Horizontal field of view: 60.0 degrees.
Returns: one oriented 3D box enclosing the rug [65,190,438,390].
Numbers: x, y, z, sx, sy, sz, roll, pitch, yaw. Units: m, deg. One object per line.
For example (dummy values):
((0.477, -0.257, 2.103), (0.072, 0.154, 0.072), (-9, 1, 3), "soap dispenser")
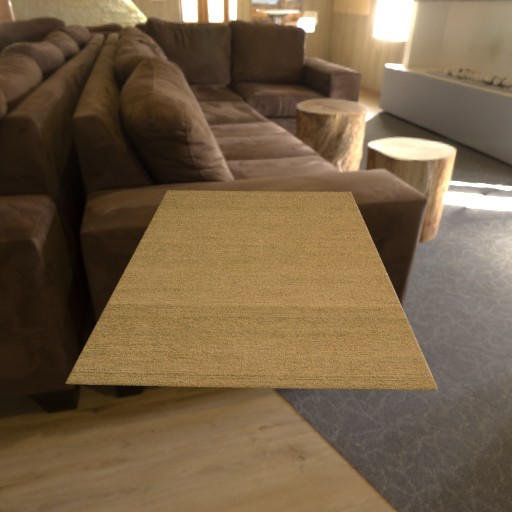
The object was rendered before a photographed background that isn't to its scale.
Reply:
((0.000, 0.000, 5.002), (2.782, 0.025, 3.935), (1, 30, 1), "rug")
